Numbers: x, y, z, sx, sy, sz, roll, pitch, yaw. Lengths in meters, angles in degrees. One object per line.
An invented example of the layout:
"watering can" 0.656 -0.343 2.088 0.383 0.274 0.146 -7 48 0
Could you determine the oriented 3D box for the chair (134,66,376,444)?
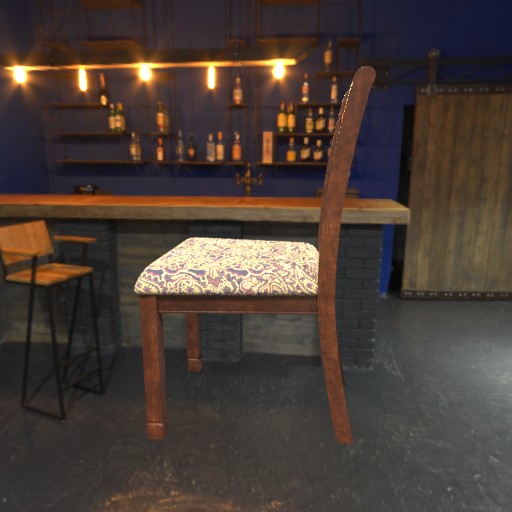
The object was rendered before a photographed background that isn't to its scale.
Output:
"chair" 0.000 0.000 1.306 0.584 0.965 0.457 2 13 7
